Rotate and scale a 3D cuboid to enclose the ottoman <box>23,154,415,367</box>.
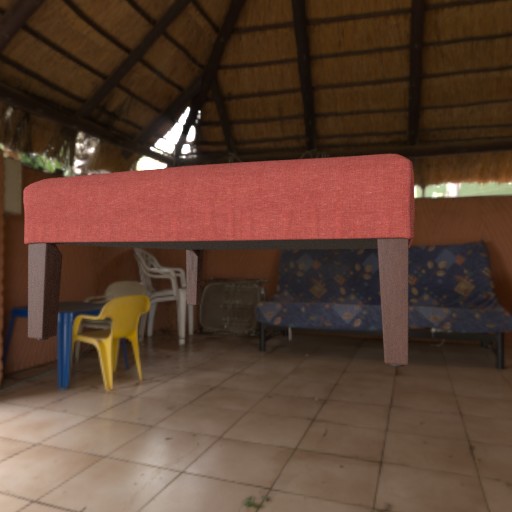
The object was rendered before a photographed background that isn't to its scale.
[{"bbox_3d":[0.000,0.000,1.343,0.890,0.411,0.889,0,0,19],"label":"ottoman"}]
